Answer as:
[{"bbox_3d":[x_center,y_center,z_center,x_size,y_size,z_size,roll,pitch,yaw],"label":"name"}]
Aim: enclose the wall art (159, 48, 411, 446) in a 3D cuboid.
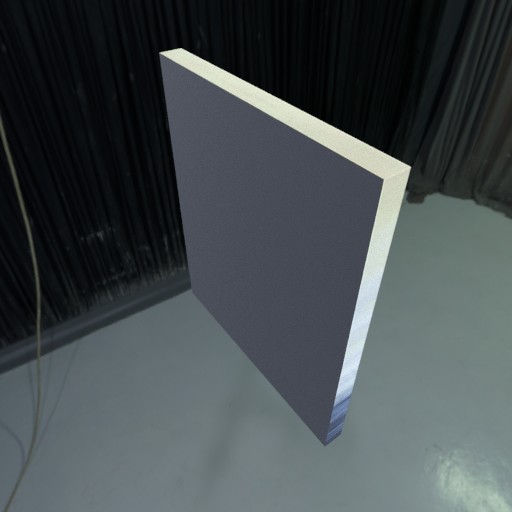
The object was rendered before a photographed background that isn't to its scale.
[{"bbox_3d":[0.000,0.000,0.701,0.037,0.511,0.435,-26,48,-26],"label":"wall art"}]
